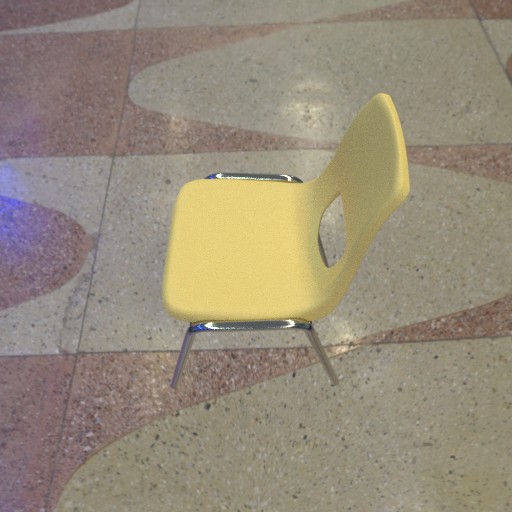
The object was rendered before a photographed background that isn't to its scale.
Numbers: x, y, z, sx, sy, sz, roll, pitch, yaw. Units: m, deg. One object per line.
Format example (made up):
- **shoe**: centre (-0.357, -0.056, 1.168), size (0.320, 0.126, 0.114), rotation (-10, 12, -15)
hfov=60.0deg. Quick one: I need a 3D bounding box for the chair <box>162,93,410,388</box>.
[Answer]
- **chair**: centre (0.000, 0.000, 0.945), size (0.436, 0.704, 0.381), rotation (1, 58, 0)
